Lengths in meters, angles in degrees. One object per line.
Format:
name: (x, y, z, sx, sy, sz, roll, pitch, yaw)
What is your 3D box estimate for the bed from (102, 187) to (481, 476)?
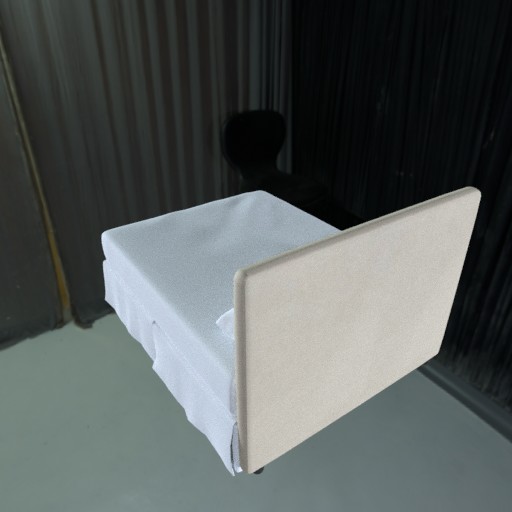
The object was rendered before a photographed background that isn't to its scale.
bed: (0.000, 0.000, 3.179, 1.723, 1.330, 2.142, -19, 35, -30)
